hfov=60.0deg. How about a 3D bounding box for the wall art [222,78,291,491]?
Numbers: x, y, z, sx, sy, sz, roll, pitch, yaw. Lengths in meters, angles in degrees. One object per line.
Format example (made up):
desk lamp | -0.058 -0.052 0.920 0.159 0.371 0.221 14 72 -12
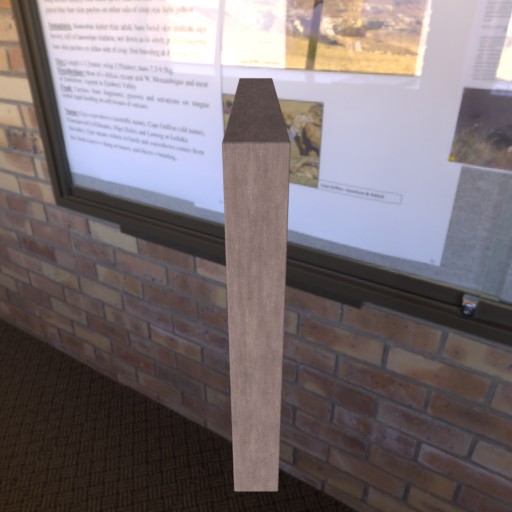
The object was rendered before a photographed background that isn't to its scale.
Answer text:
wall art | 0.000 0.000 0.447 0.038 0.302 0.303 0 28 0
